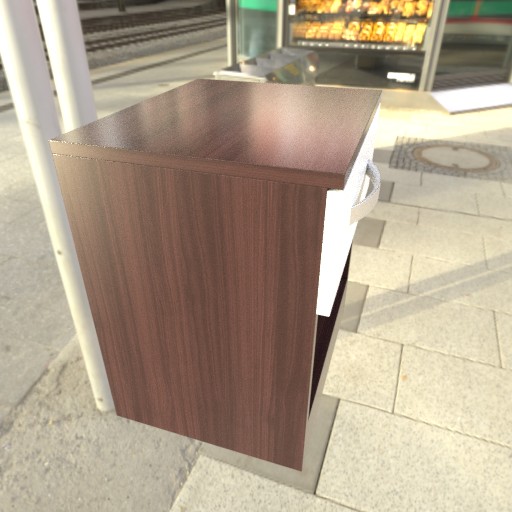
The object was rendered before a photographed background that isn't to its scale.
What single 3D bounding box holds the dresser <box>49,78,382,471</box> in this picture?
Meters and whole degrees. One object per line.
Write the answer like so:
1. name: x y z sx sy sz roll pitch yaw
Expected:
1. dresser: 0.000 0.000 0.736 0.360 0.470 0.400 10 33 16
